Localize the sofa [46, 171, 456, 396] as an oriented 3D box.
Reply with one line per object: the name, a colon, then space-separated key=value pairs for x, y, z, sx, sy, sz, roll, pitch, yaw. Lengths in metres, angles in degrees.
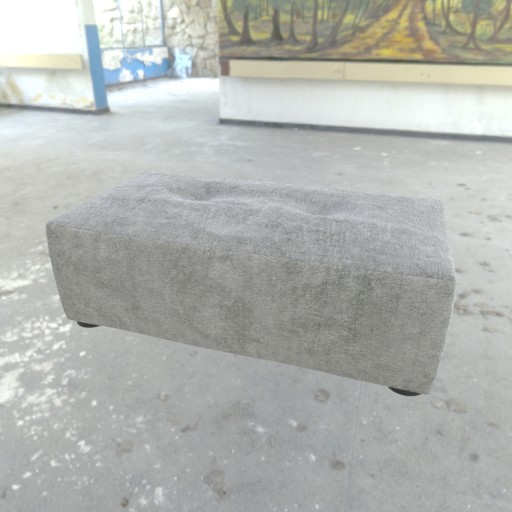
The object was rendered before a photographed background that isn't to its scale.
sofa: x=0.000 y=0.000 z=1.175 sx=0.930 sy=0.330 sz=0.480 roll=8 pitch=28 yaw=16
